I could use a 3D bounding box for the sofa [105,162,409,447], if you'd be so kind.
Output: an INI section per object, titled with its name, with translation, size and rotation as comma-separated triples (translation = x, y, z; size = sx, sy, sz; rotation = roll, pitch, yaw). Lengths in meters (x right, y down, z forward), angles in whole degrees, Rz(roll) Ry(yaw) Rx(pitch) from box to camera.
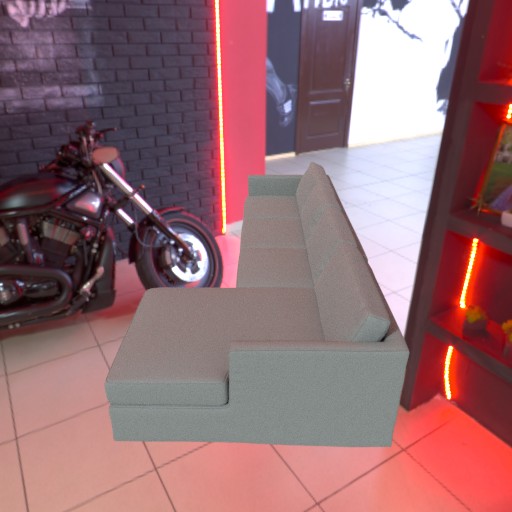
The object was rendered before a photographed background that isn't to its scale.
[sofa]
translation = 0.000, 0.000, 3.769
size = 1.622, 0.867, 3.177
rotation = 0, 27, 1
